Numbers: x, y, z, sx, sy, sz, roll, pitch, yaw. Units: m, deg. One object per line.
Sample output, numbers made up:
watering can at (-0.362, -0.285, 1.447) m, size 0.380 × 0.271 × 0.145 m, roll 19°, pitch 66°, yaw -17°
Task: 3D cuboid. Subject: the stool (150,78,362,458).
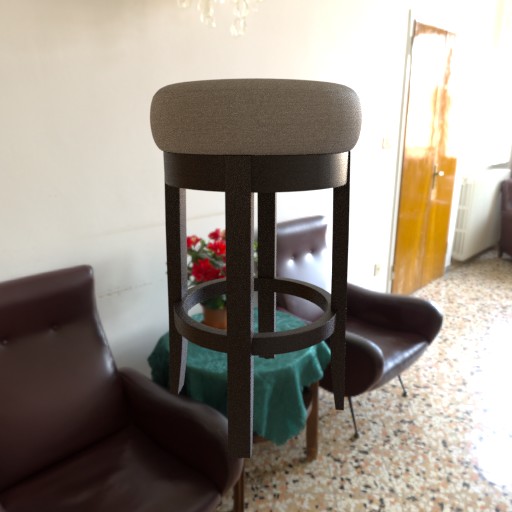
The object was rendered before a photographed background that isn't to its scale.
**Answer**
stool at (0.000, 0.000, 1.032) m, size 0.443 × 0.757 × 0.443 m, roll 0°, pitch 16°, yaw 0°
